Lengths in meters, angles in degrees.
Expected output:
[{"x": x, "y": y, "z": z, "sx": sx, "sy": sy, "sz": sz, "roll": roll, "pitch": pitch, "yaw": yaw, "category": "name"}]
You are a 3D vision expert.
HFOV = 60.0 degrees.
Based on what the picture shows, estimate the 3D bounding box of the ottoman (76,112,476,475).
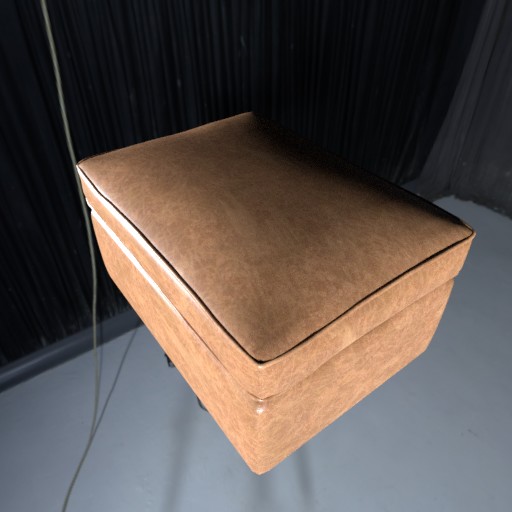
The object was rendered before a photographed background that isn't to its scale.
[{"x": 0.000, "y": 0.000, "z": 1.076, "sx": 0.554, "sy": 0.468, "sz": 0.756, "roll": -26, "pitch": 46, "yaw": -27, "category": "ottoman"}]
